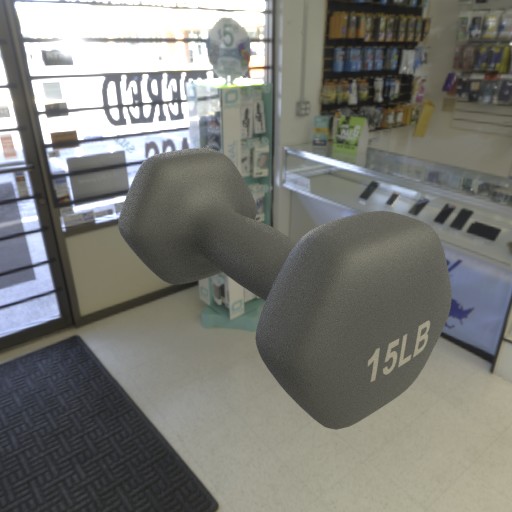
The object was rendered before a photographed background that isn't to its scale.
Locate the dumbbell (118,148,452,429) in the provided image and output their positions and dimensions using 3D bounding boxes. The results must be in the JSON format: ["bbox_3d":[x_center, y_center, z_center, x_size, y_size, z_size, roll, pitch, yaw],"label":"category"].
[{"bbox_3d":[0.000,0.000,0.295,0.116,0.105,0.240,-17,30,-31],"label":"dumbbell"}]
